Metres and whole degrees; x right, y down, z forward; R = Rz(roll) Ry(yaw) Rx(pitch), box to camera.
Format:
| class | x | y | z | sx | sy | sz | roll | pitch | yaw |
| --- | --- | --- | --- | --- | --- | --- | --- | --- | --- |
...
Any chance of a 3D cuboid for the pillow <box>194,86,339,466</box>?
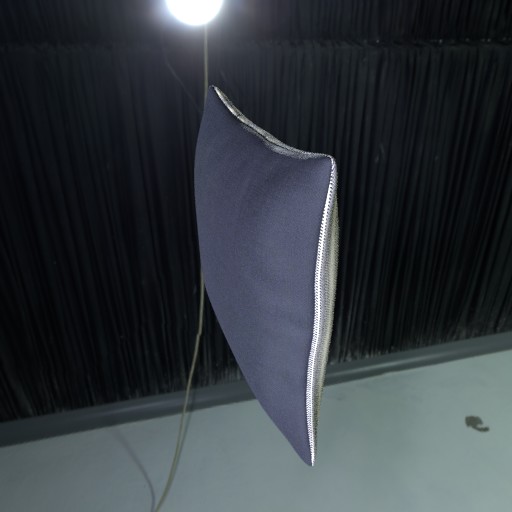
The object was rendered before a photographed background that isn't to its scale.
| class | x | y | z | sx | sy | sz | roll | pitch | yaw |
| --- | --- | --- | --- | --- | --- | --- | --- | --- | --- |
| pillow | 0.000 | 0.000 | 0.797 | 0.166 | 0.508 | 0.520 | -10 | 31 | -16 |
